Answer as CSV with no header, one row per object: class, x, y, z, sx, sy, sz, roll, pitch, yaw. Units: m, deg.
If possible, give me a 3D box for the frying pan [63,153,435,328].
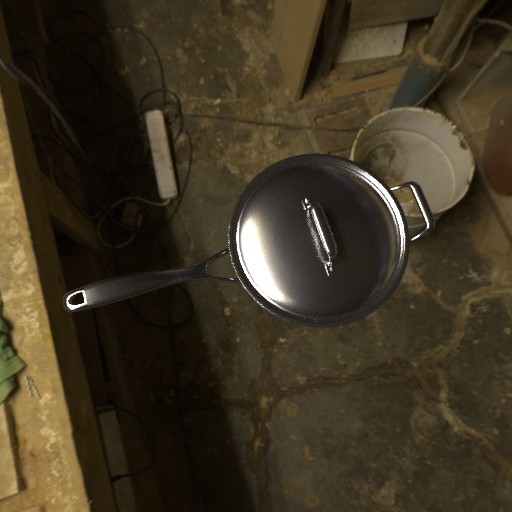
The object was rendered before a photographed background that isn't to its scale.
frying pan,0.000,0.000,0.682,0.561,0.114,0.280,-17,76,-4
